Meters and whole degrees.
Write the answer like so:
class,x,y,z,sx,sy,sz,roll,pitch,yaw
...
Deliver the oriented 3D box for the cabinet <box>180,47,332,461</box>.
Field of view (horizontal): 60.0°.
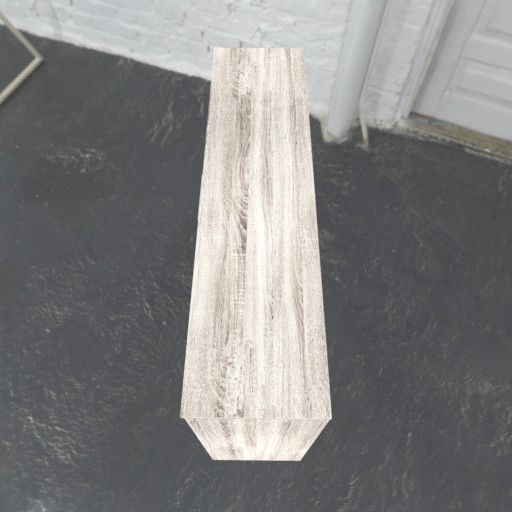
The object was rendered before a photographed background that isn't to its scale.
class,x,y,z,sx,sy,sz,roll,pitch,yaw
cabinet,0.000,0.000,1.829,0.380,0.900,1.450,0,59,0
